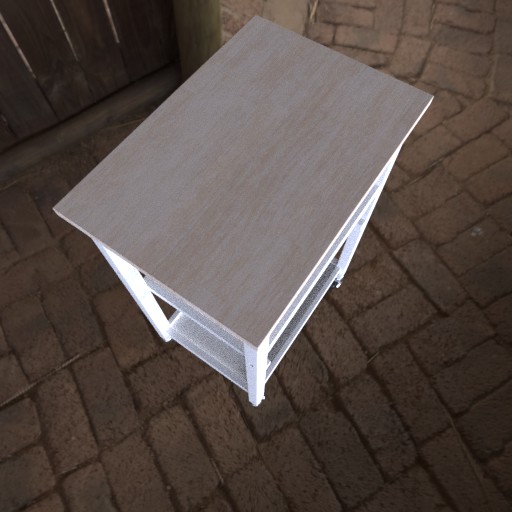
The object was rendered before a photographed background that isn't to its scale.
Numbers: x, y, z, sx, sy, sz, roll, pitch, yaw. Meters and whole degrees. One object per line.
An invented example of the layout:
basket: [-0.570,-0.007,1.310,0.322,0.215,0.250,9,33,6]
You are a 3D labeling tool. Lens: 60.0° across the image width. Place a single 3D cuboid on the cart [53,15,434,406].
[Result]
cart: [0.000,0.000,1.156,0.406,0.857,0.578,32,68,14]
